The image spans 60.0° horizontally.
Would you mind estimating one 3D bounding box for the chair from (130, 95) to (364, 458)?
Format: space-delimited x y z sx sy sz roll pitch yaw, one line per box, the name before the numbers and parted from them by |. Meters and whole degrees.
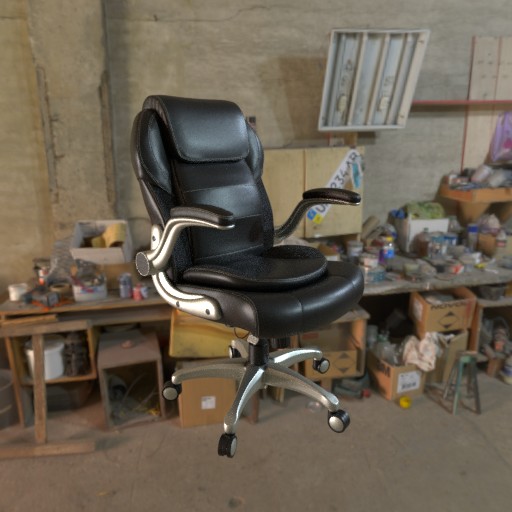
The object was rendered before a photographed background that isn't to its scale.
chair | 0.000 0.000 1.631 0.801 1.141 0.724 14 20 43
